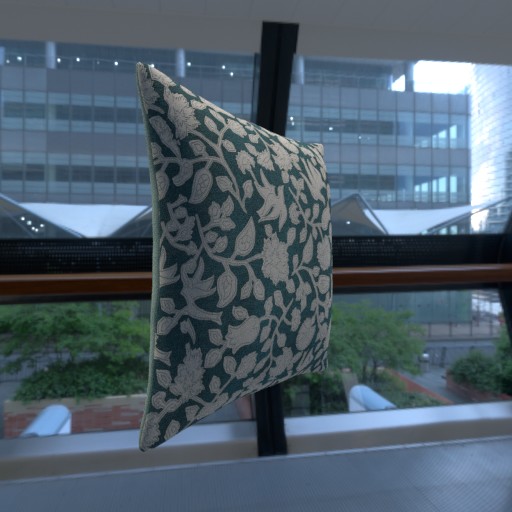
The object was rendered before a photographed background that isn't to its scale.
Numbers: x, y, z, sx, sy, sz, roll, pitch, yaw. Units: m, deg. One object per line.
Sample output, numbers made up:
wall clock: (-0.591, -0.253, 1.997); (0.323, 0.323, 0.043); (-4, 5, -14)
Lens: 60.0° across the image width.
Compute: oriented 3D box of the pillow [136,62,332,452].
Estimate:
pillow: (0.000, 0.000, 0.786); (0.166, 0.508, 0.525); (0, -1, 35)
